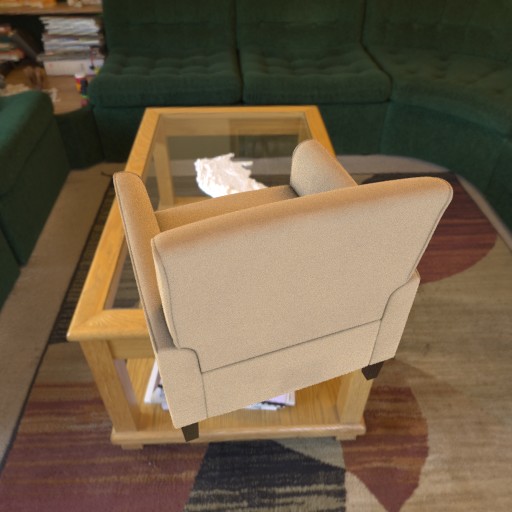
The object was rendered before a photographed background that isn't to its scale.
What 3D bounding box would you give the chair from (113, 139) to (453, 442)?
[{"bbox_3d":[0.000,0.000,1.543,0.820,0.915,0.821,-13,43,-15],"label":"chair"}]
